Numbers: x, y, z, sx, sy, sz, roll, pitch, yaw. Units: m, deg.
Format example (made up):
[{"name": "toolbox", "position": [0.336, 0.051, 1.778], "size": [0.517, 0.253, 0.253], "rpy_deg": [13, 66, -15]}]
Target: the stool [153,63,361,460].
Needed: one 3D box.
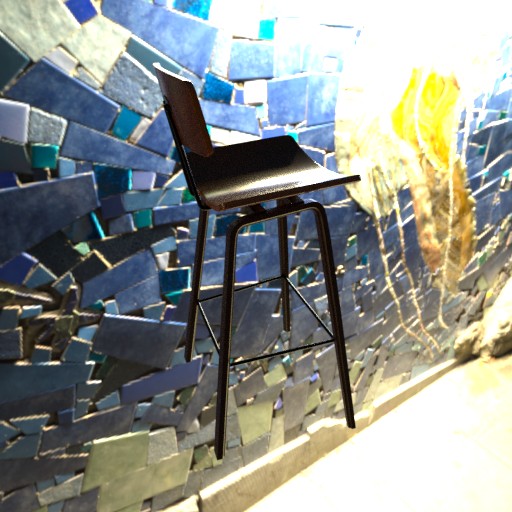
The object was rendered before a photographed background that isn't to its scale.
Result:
[{"name": "stool", "position": [0.000, 0.000, 1.214], "size": [0.440, 0.969, 0.509], "rpy_deg": [-10, 30, -17]}]
